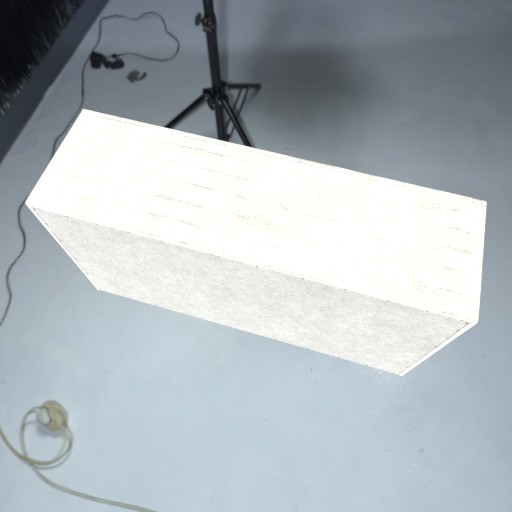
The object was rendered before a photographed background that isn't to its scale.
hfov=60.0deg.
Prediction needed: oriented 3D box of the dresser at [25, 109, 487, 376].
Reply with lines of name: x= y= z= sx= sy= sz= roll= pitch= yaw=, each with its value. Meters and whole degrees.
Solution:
dresser: x=0.000 y=0.000 z=2.023 sx=1.628 sy=0.889 sz=0.483 roll=15 pitch=64 yaw=7
